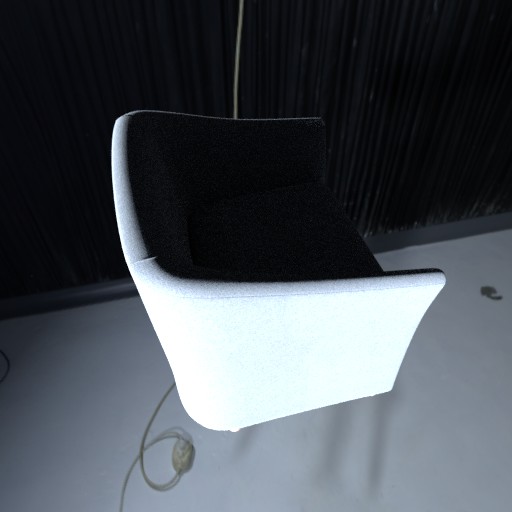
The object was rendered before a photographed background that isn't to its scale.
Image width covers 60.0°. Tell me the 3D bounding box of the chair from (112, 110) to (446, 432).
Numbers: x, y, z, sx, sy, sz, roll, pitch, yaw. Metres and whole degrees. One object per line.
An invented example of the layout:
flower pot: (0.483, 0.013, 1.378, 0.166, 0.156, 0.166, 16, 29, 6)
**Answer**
chair: (0.000, 0.000, 1.347, 0.700, 0.720, 0.790, -11, 46, -11)
